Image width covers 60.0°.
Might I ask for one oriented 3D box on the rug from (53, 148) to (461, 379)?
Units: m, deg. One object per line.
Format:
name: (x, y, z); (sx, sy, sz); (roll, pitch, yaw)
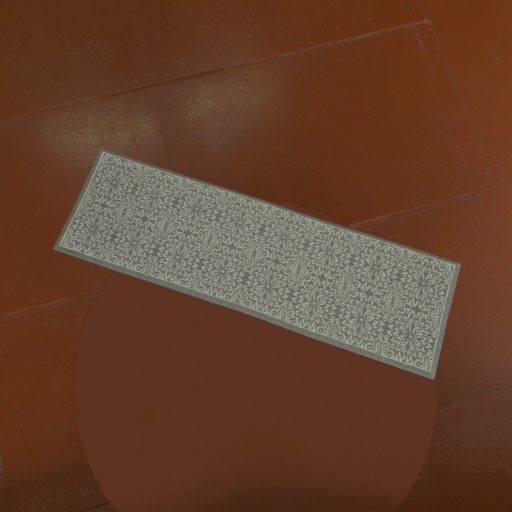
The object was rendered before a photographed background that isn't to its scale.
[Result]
rug: (0.000, 0.000, 2.488); (2.196, 0.011, 0.662); (18, 76, 5)
